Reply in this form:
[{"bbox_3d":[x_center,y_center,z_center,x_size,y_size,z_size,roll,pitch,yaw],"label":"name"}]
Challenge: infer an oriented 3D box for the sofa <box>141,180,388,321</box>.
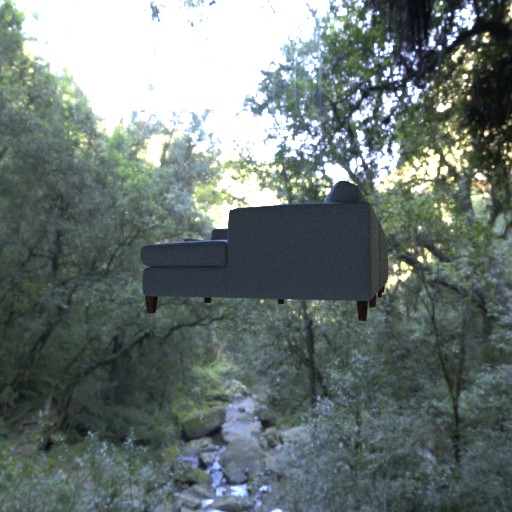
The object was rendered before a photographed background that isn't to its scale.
[{"bbox_3d":[0.000,0.000,4.591,2.551,0.889,3.403,-1,-2,18],"label":"sofa"}]
